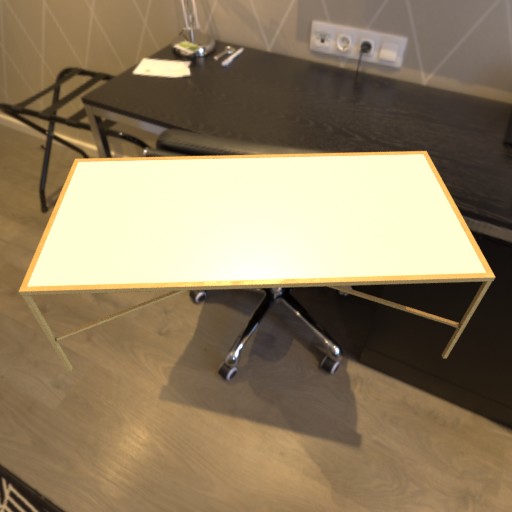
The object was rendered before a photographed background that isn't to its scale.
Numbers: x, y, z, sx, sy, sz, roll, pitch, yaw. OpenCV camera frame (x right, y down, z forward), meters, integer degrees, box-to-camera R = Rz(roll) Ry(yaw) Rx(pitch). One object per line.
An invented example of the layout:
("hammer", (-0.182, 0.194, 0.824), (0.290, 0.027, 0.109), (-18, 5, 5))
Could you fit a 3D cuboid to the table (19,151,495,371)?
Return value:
("table", (0.000, 0.000, 1.465), (1.206, 0.398, 0.580), (-2, 46, -2))
